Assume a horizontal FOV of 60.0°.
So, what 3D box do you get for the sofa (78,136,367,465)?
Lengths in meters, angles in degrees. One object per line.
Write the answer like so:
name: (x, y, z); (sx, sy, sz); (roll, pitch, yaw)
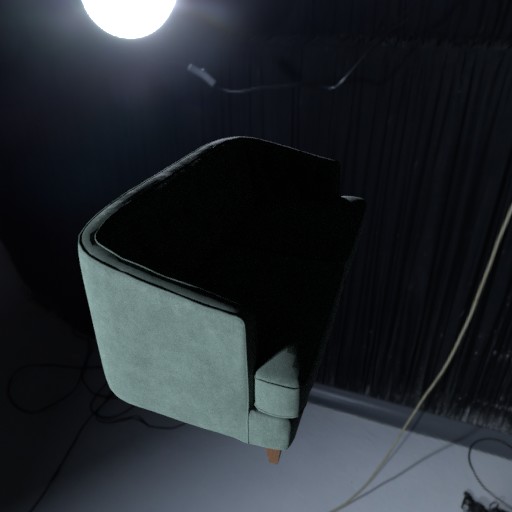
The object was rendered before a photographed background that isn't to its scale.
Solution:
sofa: (0.000, 0.000, 2.271); (0.941, 0.855, 1.733); (10, 31, 17)
